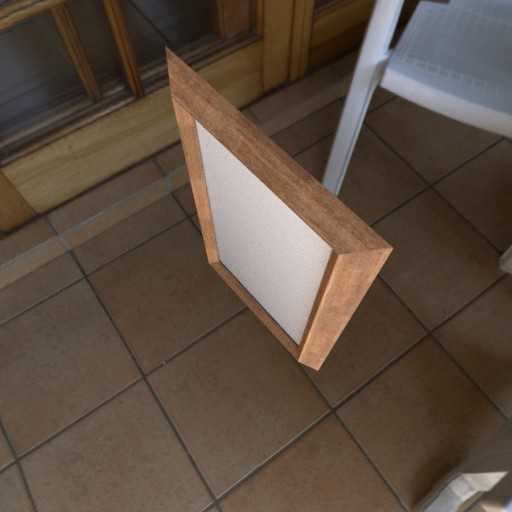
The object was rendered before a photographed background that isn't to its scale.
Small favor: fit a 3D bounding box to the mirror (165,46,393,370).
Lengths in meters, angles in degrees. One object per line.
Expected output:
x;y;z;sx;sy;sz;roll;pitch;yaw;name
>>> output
0.000;0.000;1.300;0.047;1.010;0.651;-38;70;-17;mirror
